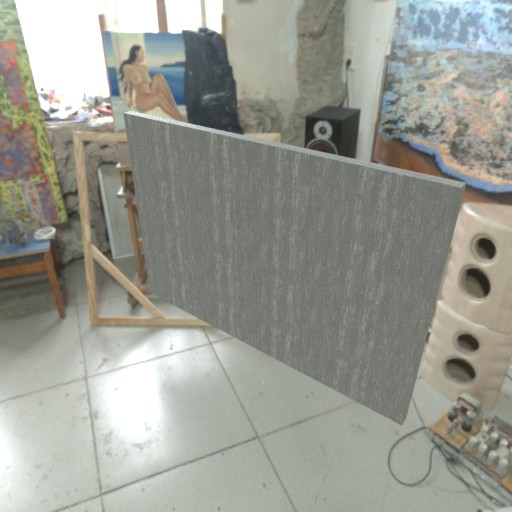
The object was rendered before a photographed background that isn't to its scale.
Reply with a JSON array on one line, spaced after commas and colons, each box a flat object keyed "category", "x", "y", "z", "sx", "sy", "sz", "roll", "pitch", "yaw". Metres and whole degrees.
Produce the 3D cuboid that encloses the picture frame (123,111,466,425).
[{"category": "picture frame", "x": 0.000, "y": 0.000, "z": 1.215, "sx": 0.950, "sy": 0.640, "sz": 0.029, "roll": 21, "pitch": 37, "yaw": 32}]
